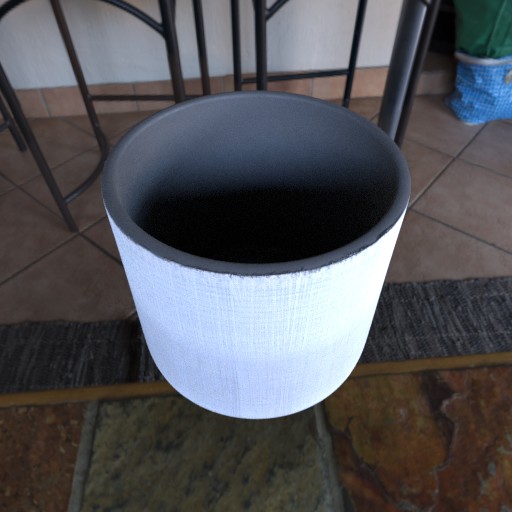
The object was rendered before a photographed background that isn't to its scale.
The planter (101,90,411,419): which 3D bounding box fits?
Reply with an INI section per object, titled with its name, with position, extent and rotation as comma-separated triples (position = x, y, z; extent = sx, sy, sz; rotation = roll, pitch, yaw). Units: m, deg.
[planter]
position = 0.000, 0.000, 0.389
extent = 0.221, 0.201, 0.221
rotation = 0, 47, 0
